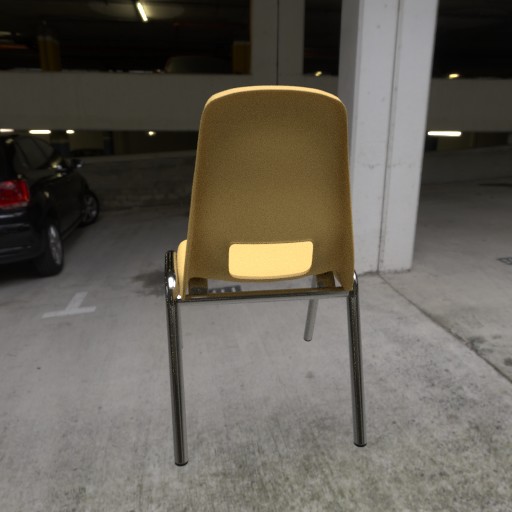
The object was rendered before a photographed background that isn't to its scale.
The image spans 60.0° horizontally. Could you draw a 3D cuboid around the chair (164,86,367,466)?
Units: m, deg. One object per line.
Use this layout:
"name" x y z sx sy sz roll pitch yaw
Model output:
"chair" 0.000 0.000 0.858 0.354 0.586 0.423 -2 16 -8
